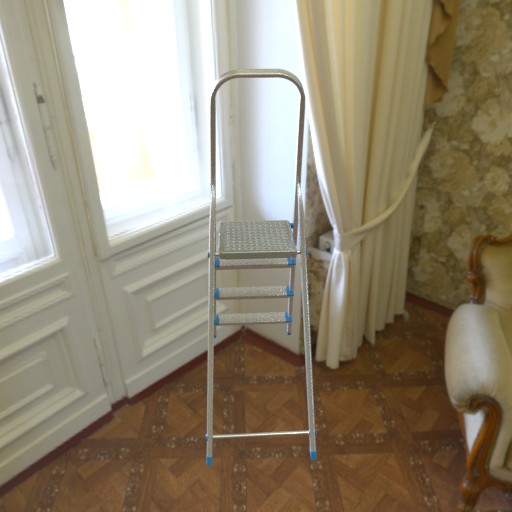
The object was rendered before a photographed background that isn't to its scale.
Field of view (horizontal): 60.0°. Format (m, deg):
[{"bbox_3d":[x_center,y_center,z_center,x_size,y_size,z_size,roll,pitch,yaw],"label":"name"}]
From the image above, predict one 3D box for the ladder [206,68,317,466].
[{"bbox_3d":[0.000,0.000,1.807,0.445,1.434,0.842,-2,28,-3],"label":"ladder"}]
